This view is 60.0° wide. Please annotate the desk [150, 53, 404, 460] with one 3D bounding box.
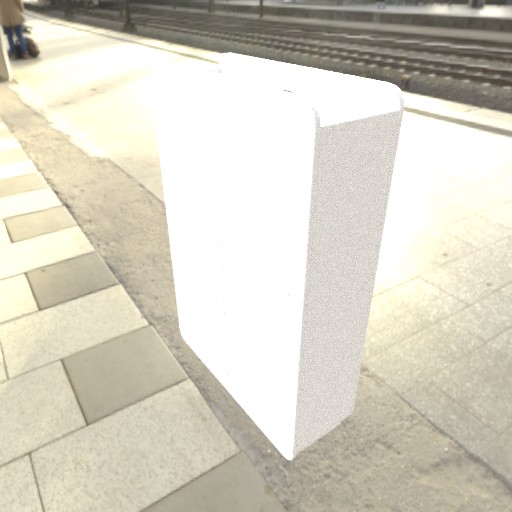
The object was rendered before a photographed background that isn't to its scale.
[{"bbox_3d":[0.000,0.000,1.516,0.278,1.190,0.795,-21,37,-30],"label":"desk"}]
